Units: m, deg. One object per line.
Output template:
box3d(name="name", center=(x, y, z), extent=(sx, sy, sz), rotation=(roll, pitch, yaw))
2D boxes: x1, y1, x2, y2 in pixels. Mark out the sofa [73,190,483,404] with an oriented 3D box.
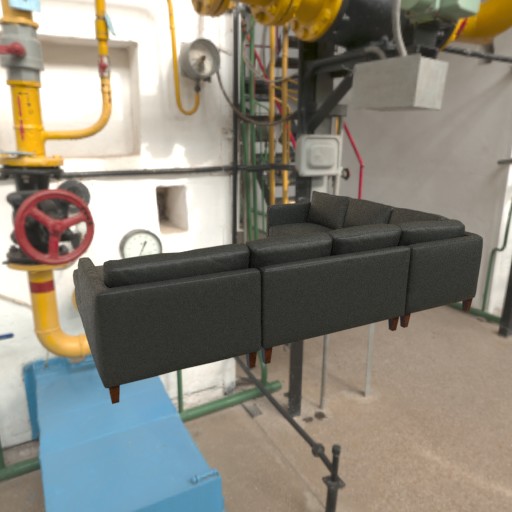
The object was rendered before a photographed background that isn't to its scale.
box3d(name="sofa", center=(0.000, 0.000, 4.485), extent=(3.460, 0.923, 2.593), rotation=(-8, 17, -26))
